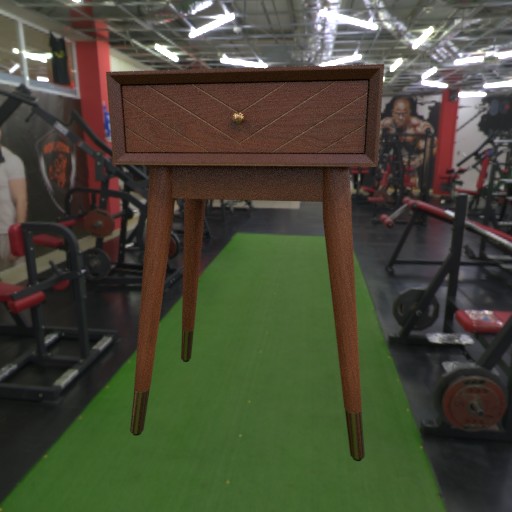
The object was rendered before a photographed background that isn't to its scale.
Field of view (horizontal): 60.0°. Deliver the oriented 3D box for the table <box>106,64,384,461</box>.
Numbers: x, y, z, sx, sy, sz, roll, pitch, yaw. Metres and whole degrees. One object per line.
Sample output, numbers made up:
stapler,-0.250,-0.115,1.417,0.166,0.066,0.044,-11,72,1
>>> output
table,0.000,0.000,0.813,0.406,0.599,0.300,2,15,9
